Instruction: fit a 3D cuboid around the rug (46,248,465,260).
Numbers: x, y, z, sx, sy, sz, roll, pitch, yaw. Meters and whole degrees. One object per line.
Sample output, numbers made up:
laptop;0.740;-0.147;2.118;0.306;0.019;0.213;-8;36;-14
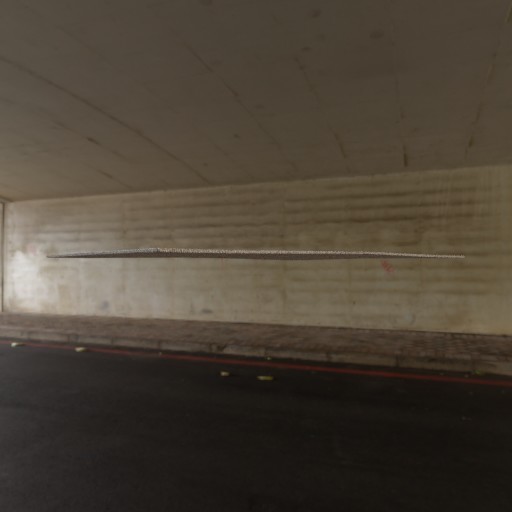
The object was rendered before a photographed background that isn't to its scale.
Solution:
rug;0.000;0.000;5.005;3.778;0.053;2.873;1;-1;-38
